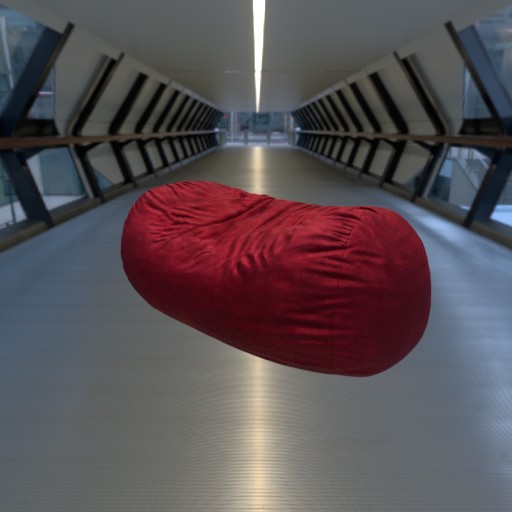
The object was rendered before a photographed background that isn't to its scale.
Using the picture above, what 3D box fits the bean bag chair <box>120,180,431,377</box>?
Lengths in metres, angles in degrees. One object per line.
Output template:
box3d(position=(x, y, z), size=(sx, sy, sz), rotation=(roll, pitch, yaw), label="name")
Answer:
box3d(position=(0.000, 0.000, 2.961), size=(2.293, 0.867, 1.216), rotation=(16, 23, 42), label="bean bag chair")
